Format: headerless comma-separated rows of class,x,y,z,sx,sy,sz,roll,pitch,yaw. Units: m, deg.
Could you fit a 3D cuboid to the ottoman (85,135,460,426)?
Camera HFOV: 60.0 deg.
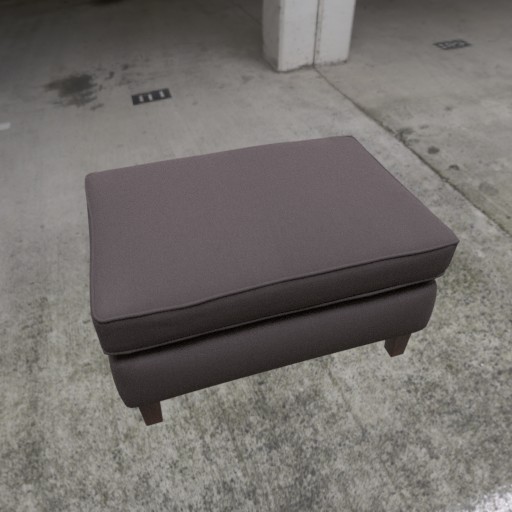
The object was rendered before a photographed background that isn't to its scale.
ottoman,0.000,0.000,1.010,0.686,0.406,0.508,-12,42,-13
